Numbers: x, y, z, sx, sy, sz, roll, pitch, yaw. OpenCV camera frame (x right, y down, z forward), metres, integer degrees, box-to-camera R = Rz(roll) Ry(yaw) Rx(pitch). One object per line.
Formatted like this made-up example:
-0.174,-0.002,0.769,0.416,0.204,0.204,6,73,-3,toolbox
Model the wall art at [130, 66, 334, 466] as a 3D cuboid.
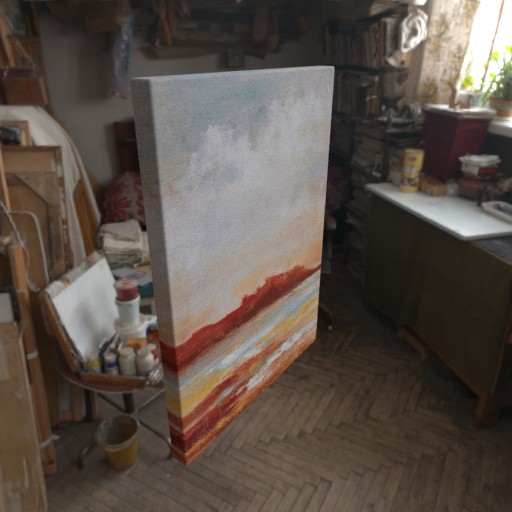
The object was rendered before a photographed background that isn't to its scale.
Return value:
0.000,0.000,0.784,0.035,0.605,0.443,17,30,32,wall art
